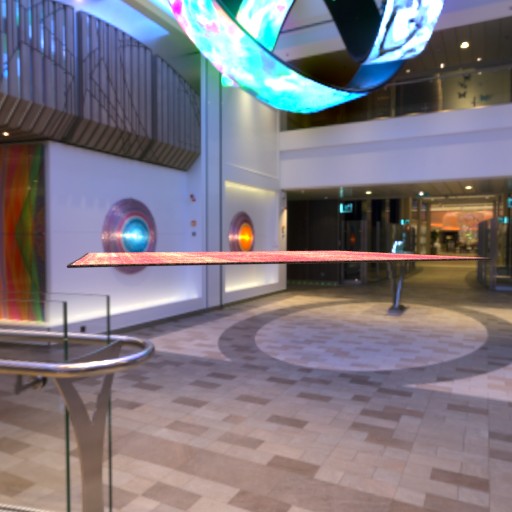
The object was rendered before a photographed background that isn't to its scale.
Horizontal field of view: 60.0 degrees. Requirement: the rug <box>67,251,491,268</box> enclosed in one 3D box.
[{"bbox_3d":[0.000,0.000,4.088,3.032,0.020,2.411,-1,2,-19],"label":"rug"}]
